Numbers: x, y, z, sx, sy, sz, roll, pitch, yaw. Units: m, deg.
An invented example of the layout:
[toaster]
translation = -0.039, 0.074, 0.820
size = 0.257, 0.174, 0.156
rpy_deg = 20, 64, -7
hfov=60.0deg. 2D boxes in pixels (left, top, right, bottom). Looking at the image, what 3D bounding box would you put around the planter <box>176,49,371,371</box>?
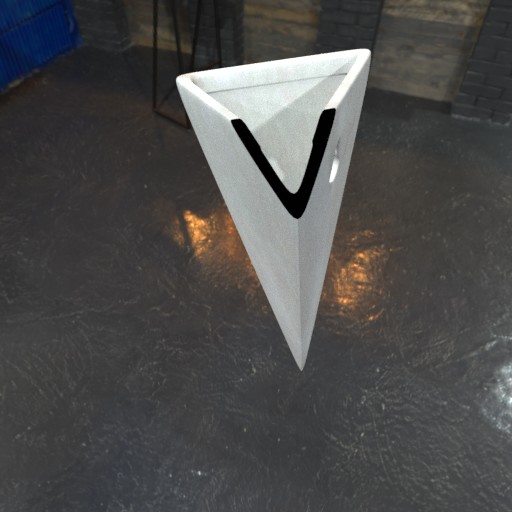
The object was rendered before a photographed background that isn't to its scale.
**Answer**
[planter]
translation = 0.000, 0.000, 0.157
size = 0.047, 0.130, 0.058
rpy_deg = 18, 50, 16
